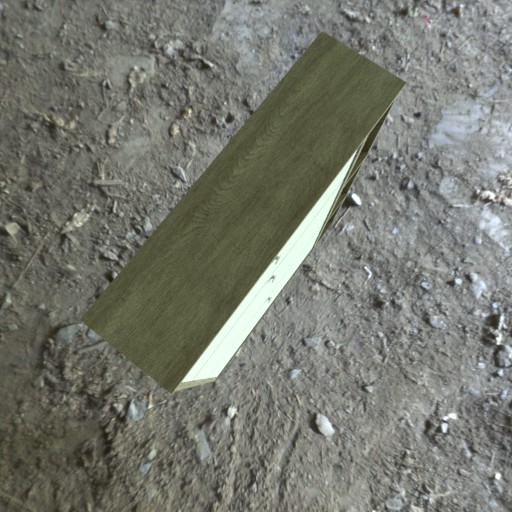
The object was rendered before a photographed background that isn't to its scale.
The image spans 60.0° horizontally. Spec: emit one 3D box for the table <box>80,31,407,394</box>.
[{"bbox_3d":[0.000,0.000,1.556,0.256,1.135,0.902,36,78,9],"label":"table"}]
